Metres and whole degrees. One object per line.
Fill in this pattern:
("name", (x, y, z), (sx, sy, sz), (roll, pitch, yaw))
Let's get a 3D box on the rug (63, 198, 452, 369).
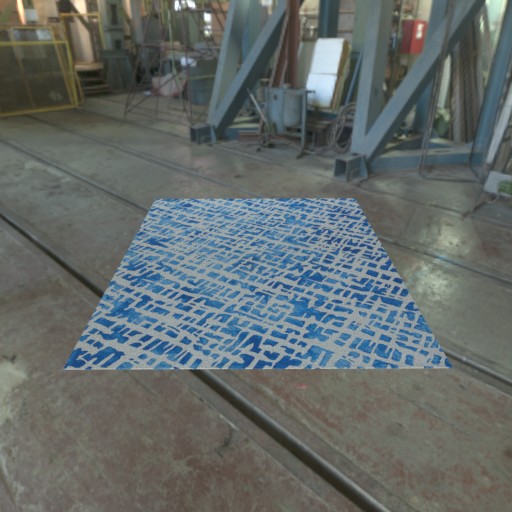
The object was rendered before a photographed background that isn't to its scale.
("rug", (0.000, 0.000, 4.082), (2.435, 0.007, 3.007), (0, 28, 0))
